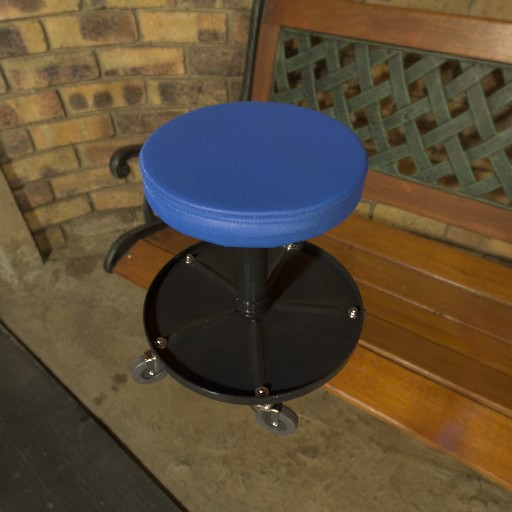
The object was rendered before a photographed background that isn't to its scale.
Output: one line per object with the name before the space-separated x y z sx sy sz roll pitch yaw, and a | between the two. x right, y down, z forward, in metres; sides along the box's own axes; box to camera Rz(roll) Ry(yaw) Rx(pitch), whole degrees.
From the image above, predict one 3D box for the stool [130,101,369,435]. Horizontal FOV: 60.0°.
stool | 0.000 0.000 0.655 0.381 0.365 0.382 1 42 1
